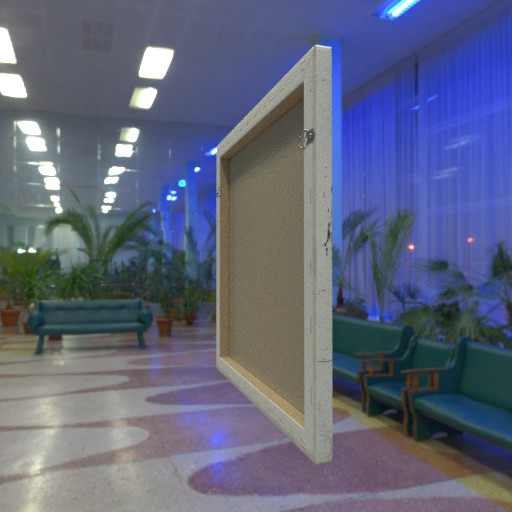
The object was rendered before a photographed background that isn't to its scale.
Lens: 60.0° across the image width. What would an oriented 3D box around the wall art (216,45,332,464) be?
[{"bbox_3d":[0.000,0.000,1.162,0.038,0.762,0.762,0,-1,-19],"label":"wall art"}]
